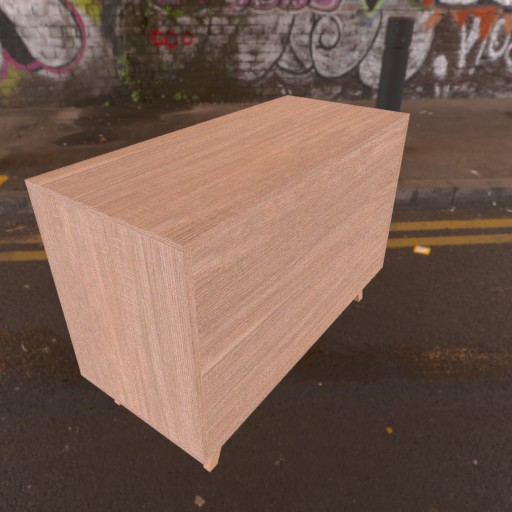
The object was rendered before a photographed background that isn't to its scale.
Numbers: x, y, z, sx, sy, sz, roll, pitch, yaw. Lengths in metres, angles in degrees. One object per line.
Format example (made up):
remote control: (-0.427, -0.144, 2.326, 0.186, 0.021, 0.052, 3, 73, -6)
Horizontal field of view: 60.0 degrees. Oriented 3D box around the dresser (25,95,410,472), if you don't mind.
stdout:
dresser: (0.000, 0.000, 1.474, 0.500, 0.780, 1.110, 21, 37, 30)
